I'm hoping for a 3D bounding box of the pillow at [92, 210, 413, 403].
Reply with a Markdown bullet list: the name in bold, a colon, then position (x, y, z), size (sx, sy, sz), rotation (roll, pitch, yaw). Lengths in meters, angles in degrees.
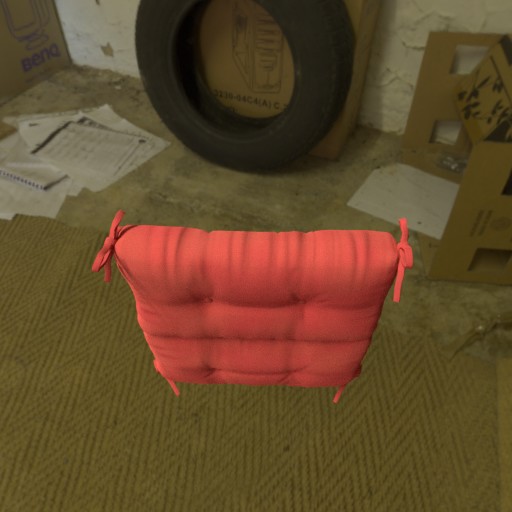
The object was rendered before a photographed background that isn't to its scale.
- **pillow**: position (0.000, 0.000, 1.040), size (0.519, 0.605, 0.571), rotation (1, 47, 1)
